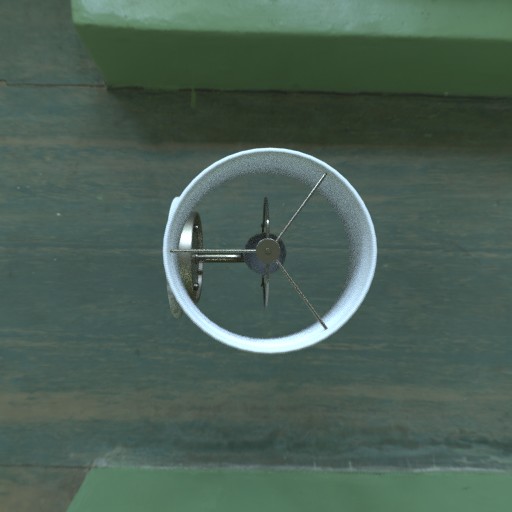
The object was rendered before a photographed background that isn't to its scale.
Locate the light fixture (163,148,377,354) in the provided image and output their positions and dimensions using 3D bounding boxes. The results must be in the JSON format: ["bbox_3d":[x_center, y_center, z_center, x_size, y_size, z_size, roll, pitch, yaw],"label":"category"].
[{"bbox_3d":[0.000,0.000,0.436,0.188,0.337,0.168,0,89,0],"label":"light fixture"}]
